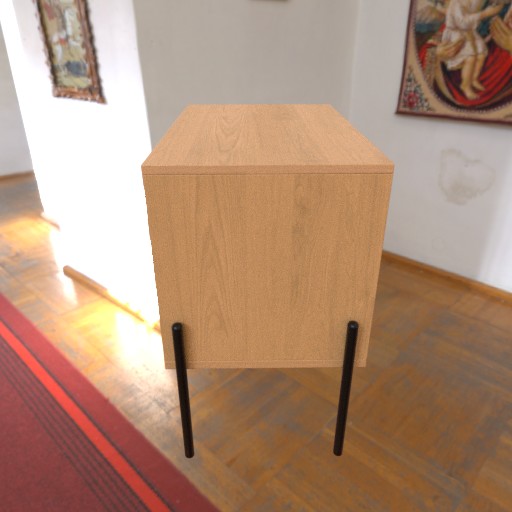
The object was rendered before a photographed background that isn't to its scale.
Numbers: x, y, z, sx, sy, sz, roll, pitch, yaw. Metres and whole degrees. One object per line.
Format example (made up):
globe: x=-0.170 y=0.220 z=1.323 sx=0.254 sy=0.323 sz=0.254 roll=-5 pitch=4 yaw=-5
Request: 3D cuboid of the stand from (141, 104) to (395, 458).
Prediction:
stand: x=0.000 y=0.000 z=1.046 sx=0.400 sy=0.600 sz=0.630 roll=0 pitch=27 yaw=-1
